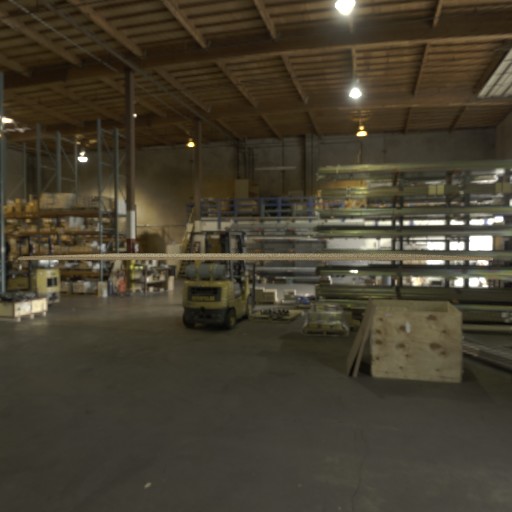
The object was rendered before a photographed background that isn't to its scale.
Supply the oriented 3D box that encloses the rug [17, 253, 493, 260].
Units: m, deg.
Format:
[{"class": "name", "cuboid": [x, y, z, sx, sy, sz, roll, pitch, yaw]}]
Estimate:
[{"class": "rug", "cuboid": [0.000, 0.000, 2.074, 1.667, 0.013, 1.062, 0, 1, 2]}]
